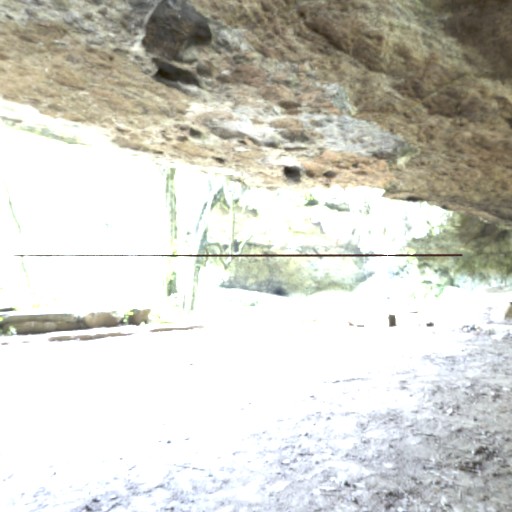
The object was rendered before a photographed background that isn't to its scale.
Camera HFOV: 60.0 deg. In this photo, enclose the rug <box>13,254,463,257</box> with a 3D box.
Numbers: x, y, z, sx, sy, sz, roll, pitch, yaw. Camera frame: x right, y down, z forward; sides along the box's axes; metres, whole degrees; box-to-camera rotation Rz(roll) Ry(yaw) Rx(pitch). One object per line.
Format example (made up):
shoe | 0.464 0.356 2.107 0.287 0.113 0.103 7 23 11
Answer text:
rug | 0.000 0.000 3.990 3.053 0.013 2.387 0 0 16
